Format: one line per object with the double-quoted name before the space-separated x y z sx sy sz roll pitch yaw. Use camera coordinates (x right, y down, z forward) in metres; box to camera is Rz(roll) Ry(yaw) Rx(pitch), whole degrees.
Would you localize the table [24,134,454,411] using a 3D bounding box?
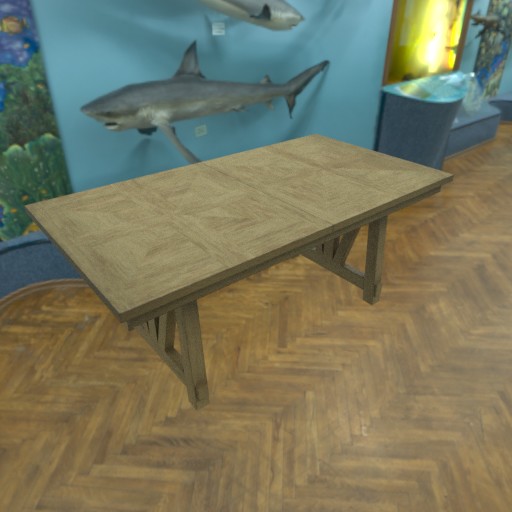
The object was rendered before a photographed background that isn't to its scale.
"table" 0.000 0.000 2.373 1.881 0.768 1.016 -23 37 -33
